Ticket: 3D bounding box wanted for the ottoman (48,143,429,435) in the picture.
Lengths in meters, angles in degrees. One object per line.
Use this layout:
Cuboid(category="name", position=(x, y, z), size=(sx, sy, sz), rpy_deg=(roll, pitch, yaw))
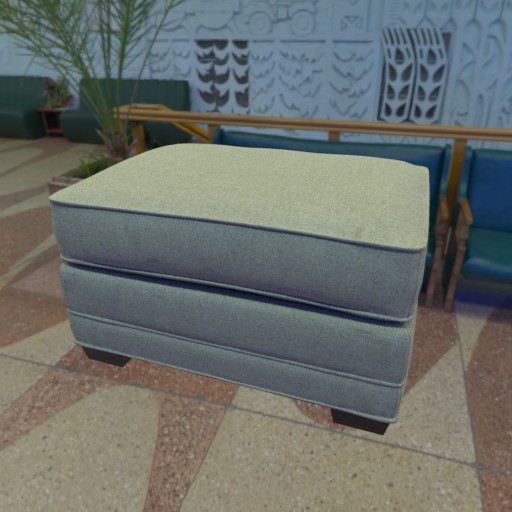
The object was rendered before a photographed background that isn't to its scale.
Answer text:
Cuboid(category="ottoman", position=(0.000, 0.000, 1.207), size=(0.848, 0.508, 0.611), rpy_deg=(9, 28, 17))
